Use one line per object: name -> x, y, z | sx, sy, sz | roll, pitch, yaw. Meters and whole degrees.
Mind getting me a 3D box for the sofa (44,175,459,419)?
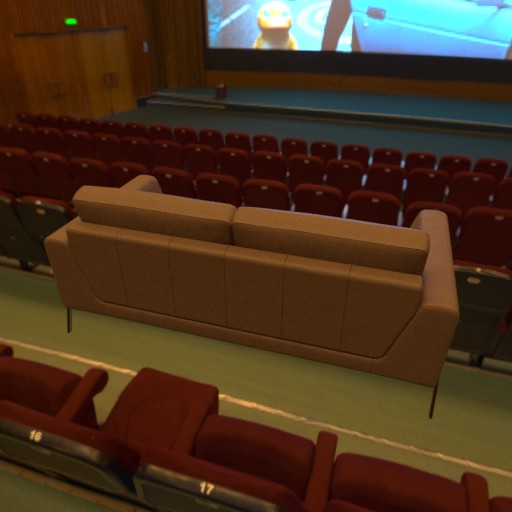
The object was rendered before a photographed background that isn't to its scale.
sofa -> 0.000, 0.000, 2.480 | 2.017, 0.875, 0.953 | 9, 32, 15
